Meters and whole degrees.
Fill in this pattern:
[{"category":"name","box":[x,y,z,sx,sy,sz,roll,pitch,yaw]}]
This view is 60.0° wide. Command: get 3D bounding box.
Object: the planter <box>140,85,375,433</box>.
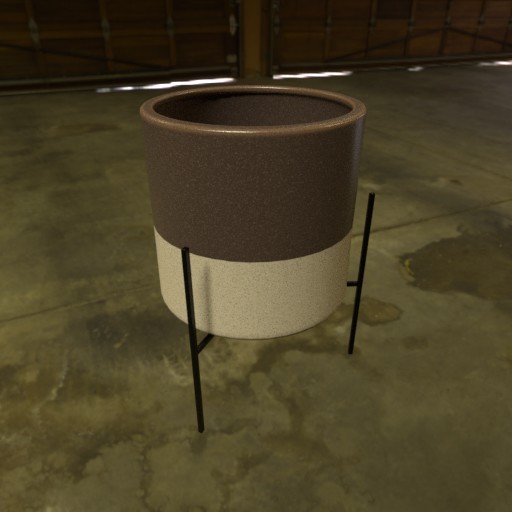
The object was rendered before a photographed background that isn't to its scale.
[{"category":"planter","box":[0.000,0.000,0.537,0.250,0.353,0.260,10,31,17]}]
